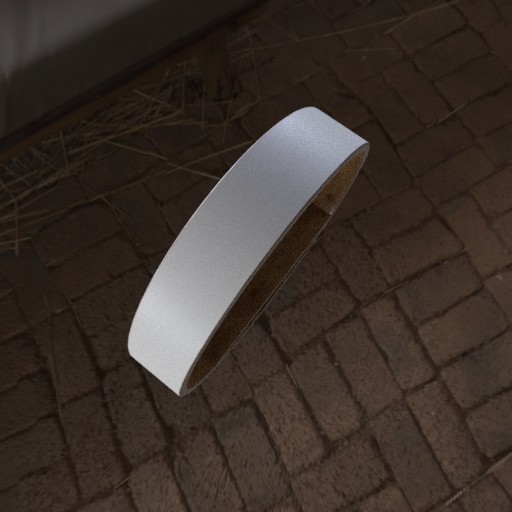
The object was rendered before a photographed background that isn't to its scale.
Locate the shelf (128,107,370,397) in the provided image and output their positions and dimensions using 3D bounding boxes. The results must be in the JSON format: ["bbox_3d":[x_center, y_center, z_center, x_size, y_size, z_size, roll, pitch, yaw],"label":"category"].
[{"bbox_3d":[0.000,0.000,1.210,0.158,0.807,0.806,37,78,9],"label":"shelf"}]
